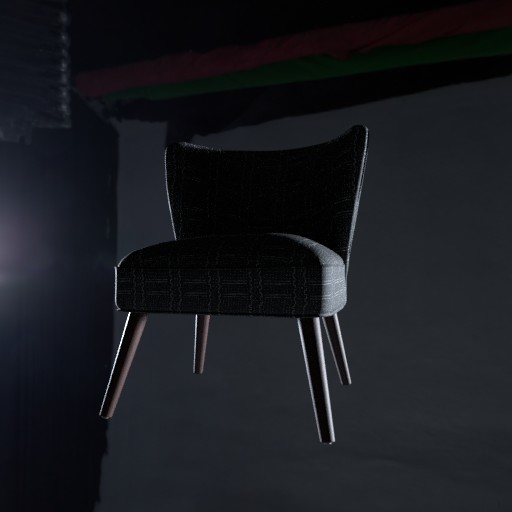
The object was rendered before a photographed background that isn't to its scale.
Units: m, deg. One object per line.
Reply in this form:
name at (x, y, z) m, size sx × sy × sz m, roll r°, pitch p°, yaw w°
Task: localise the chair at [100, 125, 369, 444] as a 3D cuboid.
chair at (0.000, 0.000, 1.430) m, size 0.710 × 0.866 × 0.758 m, roll -1°, pitch -2°, yaw 18°
